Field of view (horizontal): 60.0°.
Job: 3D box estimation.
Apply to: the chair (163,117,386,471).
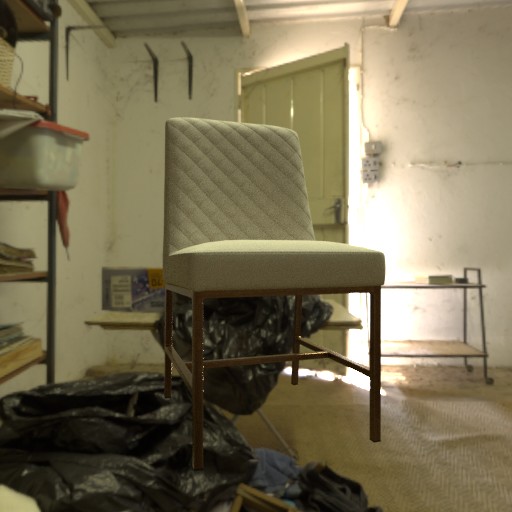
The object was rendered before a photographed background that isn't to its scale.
[{"bbox_3d":[0.000,0.000,1.305,0.503,0.933,0.597,0,0,-19],"label":"chair"}]
